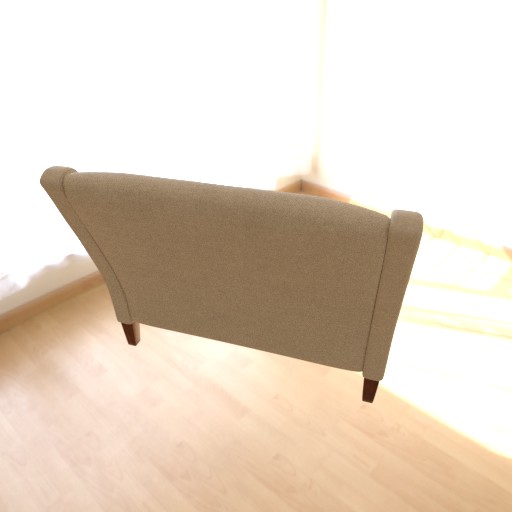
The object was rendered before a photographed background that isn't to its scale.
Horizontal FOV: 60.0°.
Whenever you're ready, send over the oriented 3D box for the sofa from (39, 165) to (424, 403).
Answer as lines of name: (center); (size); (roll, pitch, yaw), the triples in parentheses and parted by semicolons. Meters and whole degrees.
sofa: (0.000, 0.000, 1.916); (1.212, 0.976, 0.946); (10, 33, 15)
